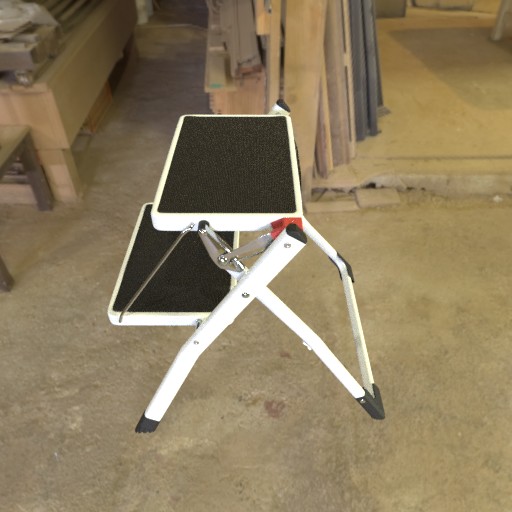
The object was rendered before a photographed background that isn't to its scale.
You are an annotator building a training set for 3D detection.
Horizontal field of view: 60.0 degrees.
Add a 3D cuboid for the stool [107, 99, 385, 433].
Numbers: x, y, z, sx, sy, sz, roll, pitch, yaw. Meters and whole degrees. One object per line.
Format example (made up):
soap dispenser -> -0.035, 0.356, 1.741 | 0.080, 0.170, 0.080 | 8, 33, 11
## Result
stool -> 0.000, 0.000, 0.847 | 0.490, 0.445, 0.485 | 0, 42, 0
